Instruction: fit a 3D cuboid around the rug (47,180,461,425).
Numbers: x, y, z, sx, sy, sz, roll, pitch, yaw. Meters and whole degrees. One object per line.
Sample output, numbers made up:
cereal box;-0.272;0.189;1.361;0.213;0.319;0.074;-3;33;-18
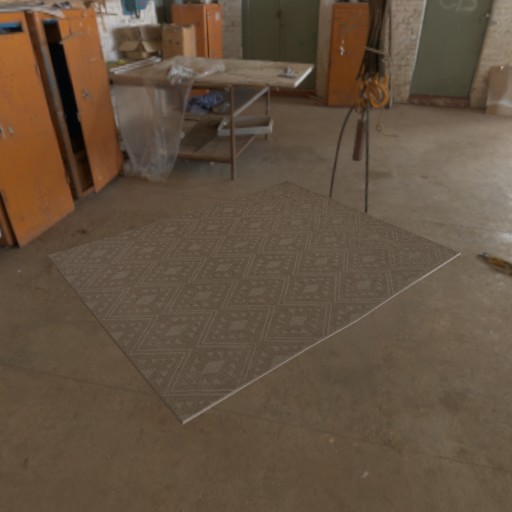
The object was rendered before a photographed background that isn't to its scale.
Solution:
rug;0.000;0.000;4.105;3.011;0.054;2.399;-23;38;-33
